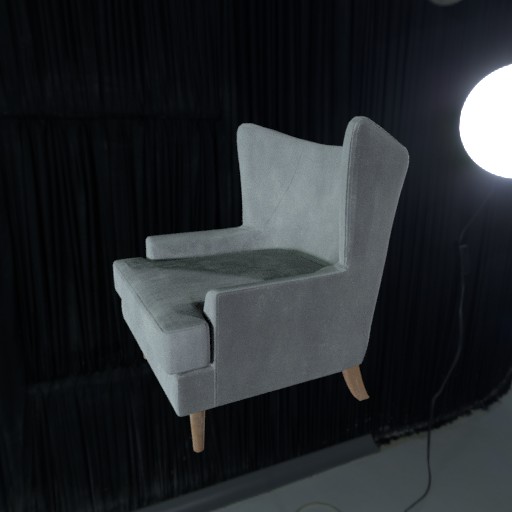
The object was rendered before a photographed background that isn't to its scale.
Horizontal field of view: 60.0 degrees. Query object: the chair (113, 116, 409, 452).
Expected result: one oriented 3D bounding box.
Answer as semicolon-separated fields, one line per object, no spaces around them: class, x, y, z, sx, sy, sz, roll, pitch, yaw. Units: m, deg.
chair;0.000;0.000;1.616;0.906;0.950;0.784;-7;17;-26
